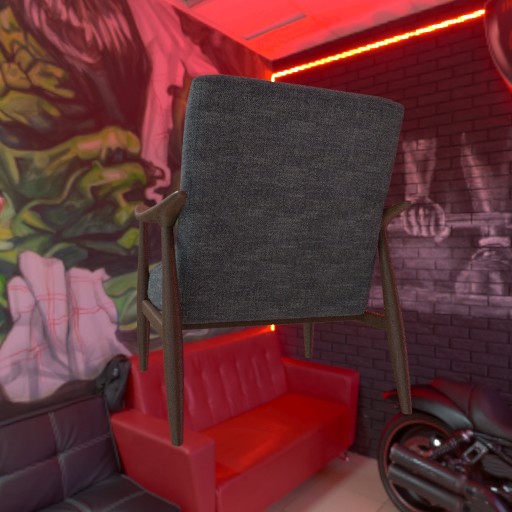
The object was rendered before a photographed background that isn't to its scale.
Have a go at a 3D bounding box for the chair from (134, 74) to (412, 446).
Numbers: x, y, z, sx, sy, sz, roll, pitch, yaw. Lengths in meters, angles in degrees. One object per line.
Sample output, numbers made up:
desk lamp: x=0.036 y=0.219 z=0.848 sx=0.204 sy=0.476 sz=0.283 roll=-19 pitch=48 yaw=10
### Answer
chair: x=0.000 y=0.000 z=1.418 sx=0.741 sy=0.832 sz=0.798 roll=0 pitch=1 yaw=-19
